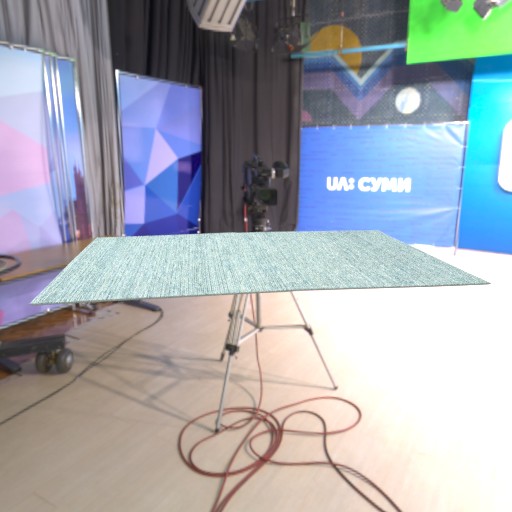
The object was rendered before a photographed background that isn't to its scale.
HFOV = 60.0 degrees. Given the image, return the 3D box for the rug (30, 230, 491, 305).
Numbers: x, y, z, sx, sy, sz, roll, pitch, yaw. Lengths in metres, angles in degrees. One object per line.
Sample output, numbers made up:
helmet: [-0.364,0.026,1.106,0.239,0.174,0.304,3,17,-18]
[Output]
rug: [0.000,0.000,2.315,1.853,0.022,1.174,-2,15,-7]
